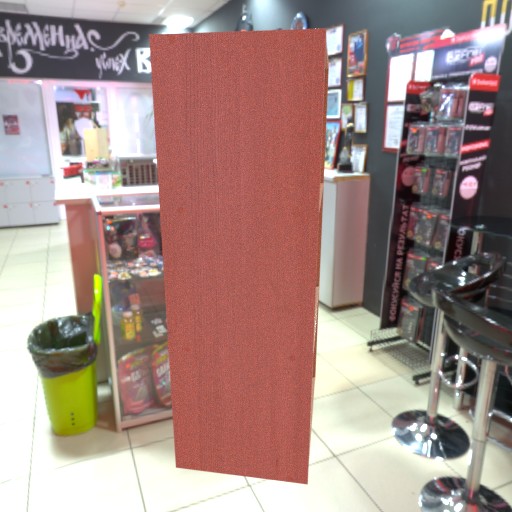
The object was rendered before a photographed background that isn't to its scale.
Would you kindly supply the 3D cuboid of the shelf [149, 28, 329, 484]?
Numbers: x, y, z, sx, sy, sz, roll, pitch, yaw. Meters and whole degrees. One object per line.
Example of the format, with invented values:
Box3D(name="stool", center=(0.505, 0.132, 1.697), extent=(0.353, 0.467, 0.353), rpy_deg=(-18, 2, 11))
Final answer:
Box3D(name="shelf", center=(0.000, 0.000, 1.035), extent=(0.292, 0.876, 0.417), rpy_deg=(3, 17, 9))
